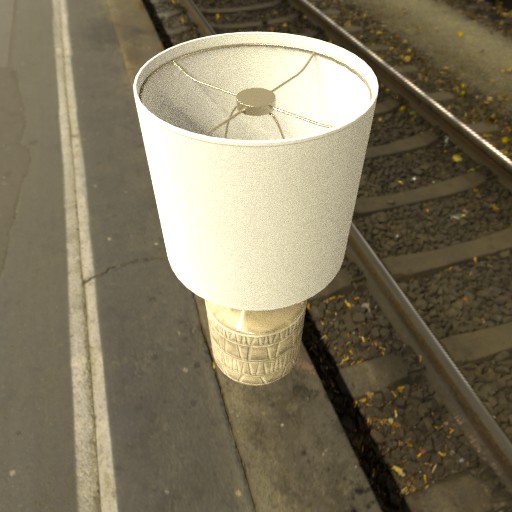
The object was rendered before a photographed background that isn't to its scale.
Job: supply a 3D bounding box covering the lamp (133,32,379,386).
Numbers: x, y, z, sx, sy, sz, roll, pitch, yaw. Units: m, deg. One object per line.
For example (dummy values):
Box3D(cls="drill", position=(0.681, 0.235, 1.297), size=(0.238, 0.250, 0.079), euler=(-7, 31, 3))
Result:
Box3D(cls="lamp", position=(0.000, 0.000, 0.552), size=(0.211, 0.455, 0.211), euler=(-31, 54, -26))
